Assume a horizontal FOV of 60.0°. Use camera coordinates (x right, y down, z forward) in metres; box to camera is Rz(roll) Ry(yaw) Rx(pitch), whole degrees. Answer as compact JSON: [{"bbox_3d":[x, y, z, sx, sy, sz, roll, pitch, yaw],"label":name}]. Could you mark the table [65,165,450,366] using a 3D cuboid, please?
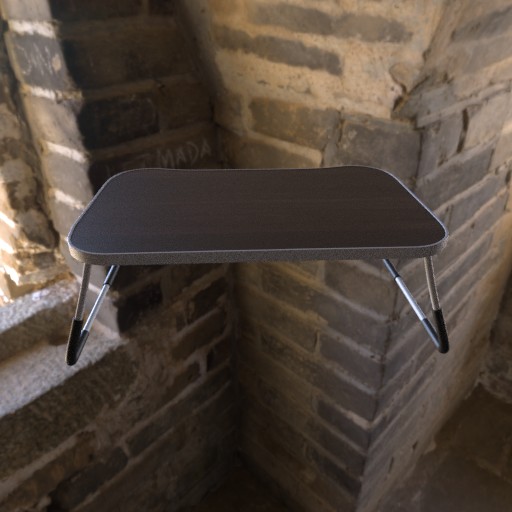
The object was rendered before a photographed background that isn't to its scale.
[{"bbox_3d":[0.000,0.000,0.859,0.660,0.232,0.400,-1,28,-2],"label":"table"}]
